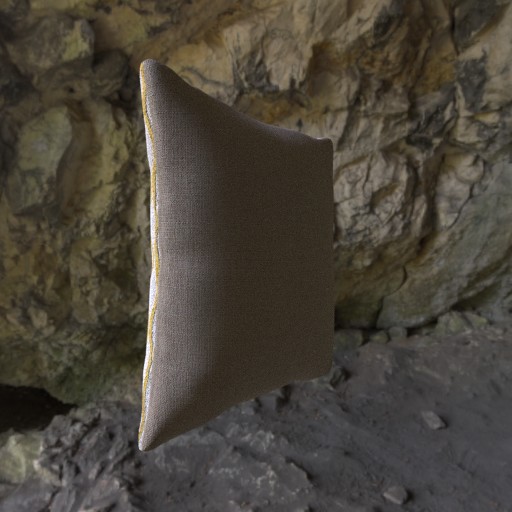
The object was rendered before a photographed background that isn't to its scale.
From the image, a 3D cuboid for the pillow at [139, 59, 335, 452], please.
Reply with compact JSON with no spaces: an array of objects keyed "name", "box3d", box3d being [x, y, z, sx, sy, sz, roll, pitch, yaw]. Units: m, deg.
[{"name":"pillow","box3d":[0.000,0.000,0.657,0.159,0.436,0.429,0,1,37]}]
